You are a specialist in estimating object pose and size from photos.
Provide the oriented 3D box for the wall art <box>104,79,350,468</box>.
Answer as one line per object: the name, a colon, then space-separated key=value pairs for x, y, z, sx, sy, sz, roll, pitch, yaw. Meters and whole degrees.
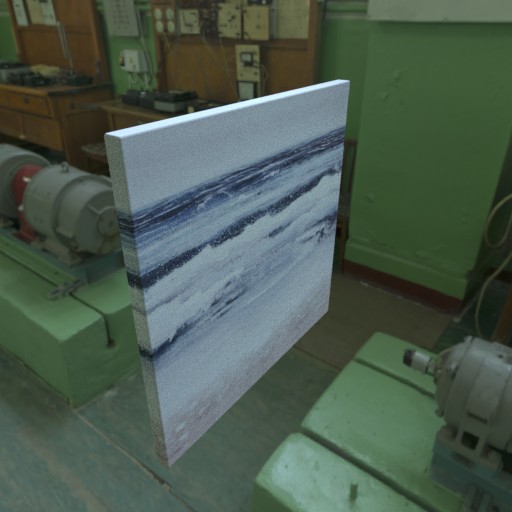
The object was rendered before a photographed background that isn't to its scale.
wall art: x=0.000 y=0.000 z=1.103 sx=0.065 sy=0.747 sz=0.755 roll=20 pitch=34 yaw=31
